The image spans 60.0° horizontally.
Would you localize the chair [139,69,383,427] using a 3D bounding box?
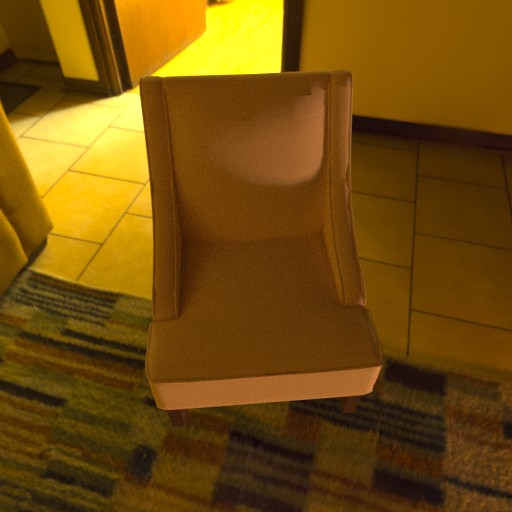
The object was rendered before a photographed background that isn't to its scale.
[{"bbox_3d":[0.000,0.000,1.465,0.689,0.886,0.806,-3,48,-3],"label":"chair"}]
